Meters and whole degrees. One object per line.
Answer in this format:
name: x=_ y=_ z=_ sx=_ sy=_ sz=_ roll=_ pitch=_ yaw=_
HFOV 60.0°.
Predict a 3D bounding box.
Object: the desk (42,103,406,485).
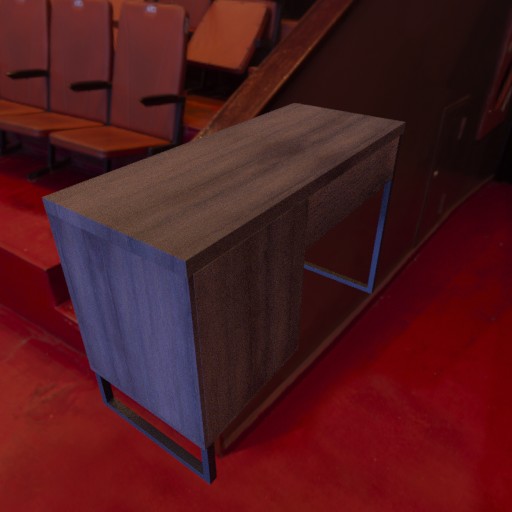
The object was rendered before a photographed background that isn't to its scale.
desk: x=0.000 y=0.000 z=1.540 sx=0.511 sy=0.752 sz=1.134 roll=22 pitch=38 yaw=30
